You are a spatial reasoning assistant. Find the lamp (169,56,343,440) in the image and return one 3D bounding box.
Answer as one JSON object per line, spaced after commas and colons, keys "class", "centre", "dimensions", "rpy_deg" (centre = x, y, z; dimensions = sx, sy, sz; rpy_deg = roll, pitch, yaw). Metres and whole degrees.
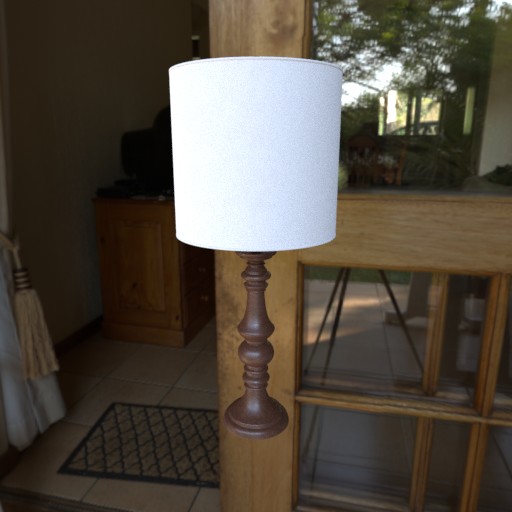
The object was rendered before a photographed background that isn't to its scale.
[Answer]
{"class": "lamp", "centre": [0.000, 0.000, 0.715], "dimensions": [0.250, 0.597, 0.250], "rpy_deg": [2, 14, 8]}
